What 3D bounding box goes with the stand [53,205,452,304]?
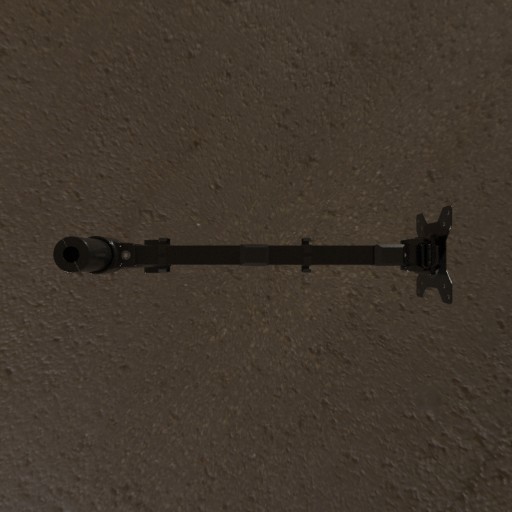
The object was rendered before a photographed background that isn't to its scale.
[{"bbox_3d":[0.000,0.000,0.726,0.456,0.510,0.115,0,90,1],"label":"stand"}]
